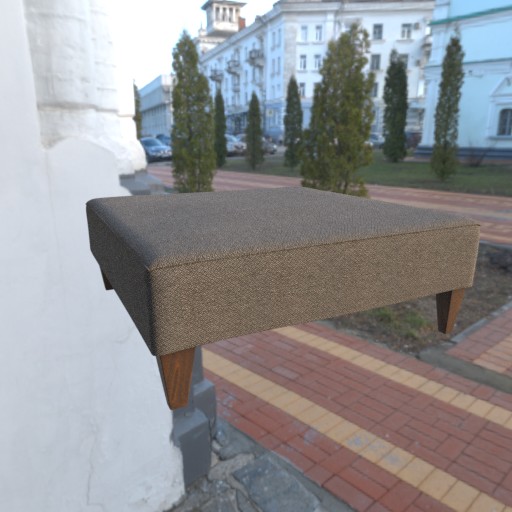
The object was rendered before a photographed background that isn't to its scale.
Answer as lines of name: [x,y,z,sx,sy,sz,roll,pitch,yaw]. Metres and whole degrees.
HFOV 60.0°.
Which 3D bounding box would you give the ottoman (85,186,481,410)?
ottoman: [0.000,0.000,1.505,0.970,0.378,0.981,-8,17,-26]
